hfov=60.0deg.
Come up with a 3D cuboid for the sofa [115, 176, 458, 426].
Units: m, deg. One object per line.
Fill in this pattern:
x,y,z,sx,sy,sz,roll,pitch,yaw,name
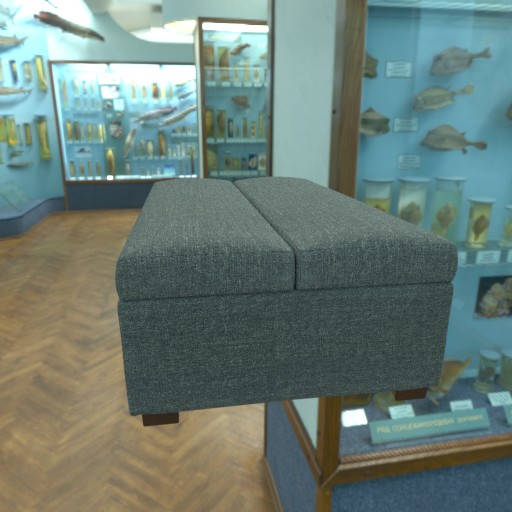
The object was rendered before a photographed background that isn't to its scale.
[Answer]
0.000,0.000,1.528,0.782,0.417,1.198,-3,17,-9,sofa
